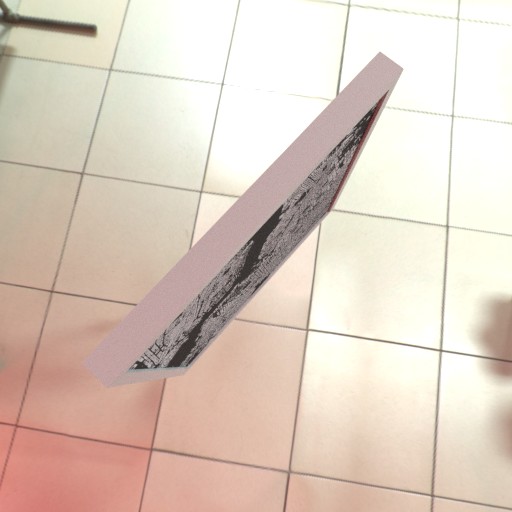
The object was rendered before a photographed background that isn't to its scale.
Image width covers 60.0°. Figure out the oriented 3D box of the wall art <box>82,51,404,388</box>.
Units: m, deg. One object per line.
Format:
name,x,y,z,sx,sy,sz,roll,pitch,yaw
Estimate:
wall art,0.000,0.000,0.750,0.038,0.506,0.506,41,80,9
